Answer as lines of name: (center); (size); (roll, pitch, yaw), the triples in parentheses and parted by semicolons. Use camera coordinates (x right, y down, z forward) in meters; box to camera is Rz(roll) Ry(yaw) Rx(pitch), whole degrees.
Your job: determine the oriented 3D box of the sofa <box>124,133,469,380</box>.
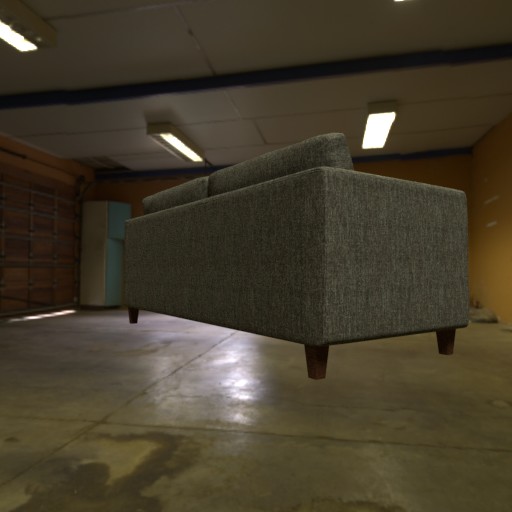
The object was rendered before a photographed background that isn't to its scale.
sofa: (0.000, 0.000, 2.693); (0.948, 0.960, 2.208); (1, -2, -34)
